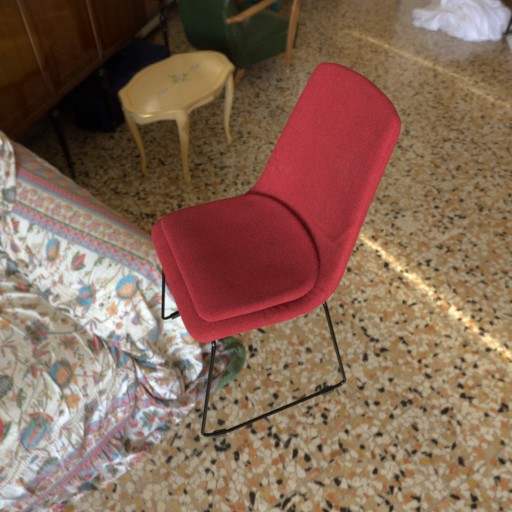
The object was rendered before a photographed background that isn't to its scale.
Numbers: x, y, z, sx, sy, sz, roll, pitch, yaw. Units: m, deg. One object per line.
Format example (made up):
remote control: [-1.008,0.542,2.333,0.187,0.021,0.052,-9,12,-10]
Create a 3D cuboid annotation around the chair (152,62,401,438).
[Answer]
chair: [0.000,0.000,1.159,0.518,0.858,0.479,-17,48,-16]
